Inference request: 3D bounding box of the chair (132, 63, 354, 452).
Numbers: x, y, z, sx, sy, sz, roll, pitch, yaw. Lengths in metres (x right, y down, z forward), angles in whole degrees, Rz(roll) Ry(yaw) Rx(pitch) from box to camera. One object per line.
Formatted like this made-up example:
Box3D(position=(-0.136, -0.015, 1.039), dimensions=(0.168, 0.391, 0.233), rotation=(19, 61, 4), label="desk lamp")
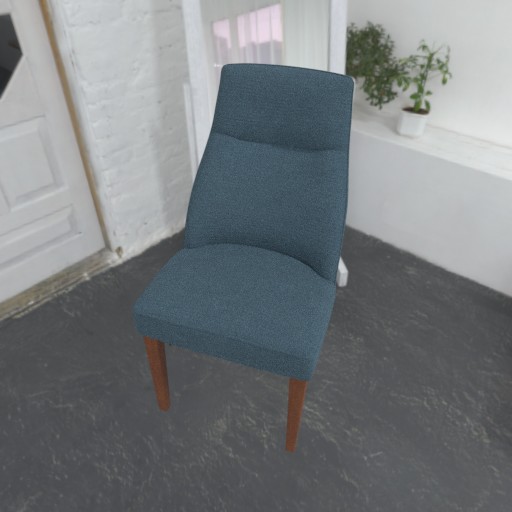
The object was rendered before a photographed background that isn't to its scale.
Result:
Box3D(position=(0.000, 0.000, 1.314), dimensions=(0.500, 0.930, 0.620), rotation=(12, 41, 14), label="chair")
